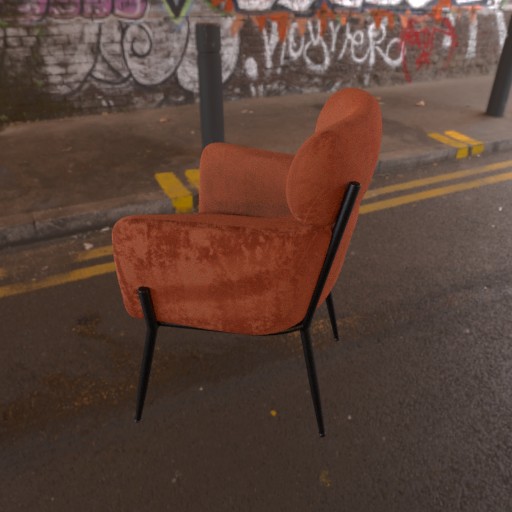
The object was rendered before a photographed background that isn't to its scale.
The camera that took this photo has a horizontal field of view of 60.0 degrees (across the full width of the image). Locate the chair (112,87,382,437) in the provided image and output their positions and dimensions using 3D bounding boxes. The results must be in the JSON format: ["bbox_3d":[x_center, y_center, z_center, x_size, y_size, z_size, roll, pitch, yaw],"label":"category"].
[{"bbox_3d":[0.000,0.000,1.115,0.523,0.772,0.561,8,32,12],"label":"chair"}]
